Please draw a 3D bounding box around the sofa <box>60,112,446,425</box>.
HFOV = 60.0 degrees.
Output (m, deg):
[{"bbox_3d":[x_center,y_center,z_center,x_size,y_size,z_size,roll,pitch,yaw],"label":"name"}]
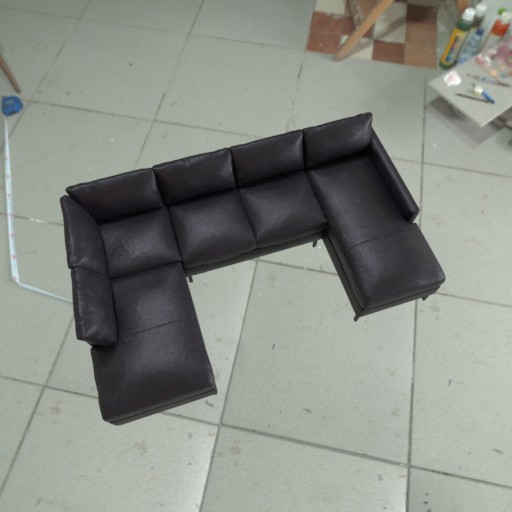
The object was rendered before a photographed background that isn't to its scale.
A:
[{"bbox_3d":[0.000,0.000,3.853,2.956,0.900,1.939,-16,64,-8],"label":"sofa"}]
